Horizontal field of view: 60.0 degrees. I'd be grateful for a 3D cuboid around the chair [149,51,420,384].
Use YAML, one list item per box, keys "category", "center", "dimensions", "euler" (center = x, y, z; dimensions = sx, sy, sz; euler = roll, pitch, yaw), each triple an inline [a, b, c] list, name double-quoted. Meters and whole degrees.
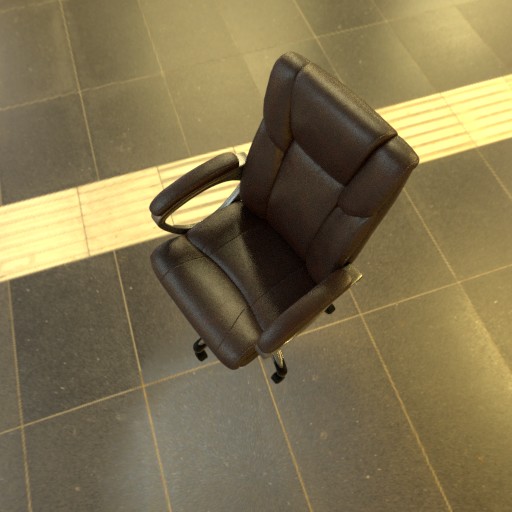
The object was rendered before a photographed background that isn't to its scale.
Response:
- category: "chair"
  center: [0.000, 0.000, 1.562]
  dimensions: [0.692, 1.128, 0.656]
  euler: [-35, 69, -16]
